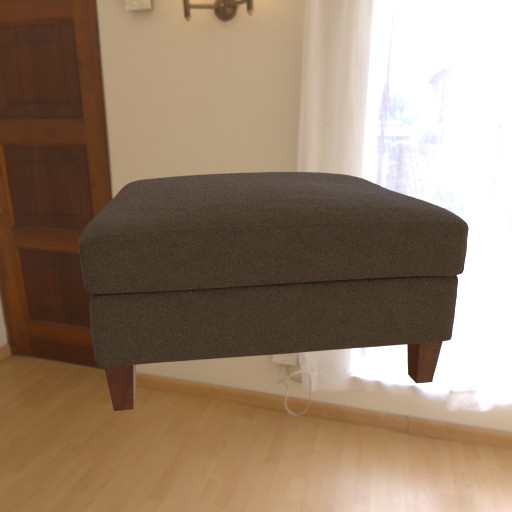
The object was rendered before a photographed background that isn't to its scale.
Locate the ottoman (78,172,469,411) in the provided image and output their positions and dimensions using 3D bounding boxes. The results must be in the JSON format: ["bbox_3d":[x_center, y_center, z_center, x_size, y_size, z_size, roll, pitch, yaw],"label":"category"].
[{"bbox_3d":[0.000,0.000,1.384,0.861,0.482,0.881,-2,16,-8],"label":"ottoman"}]
